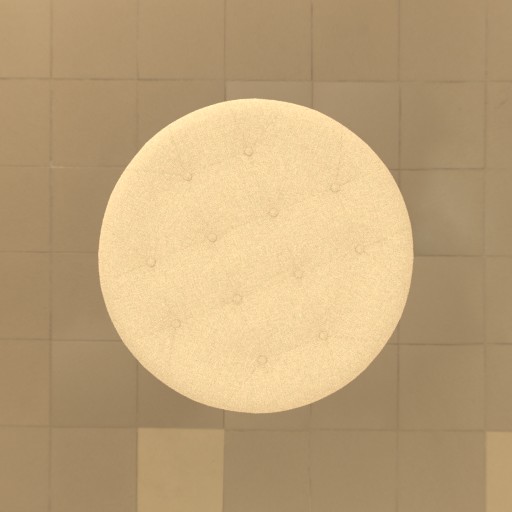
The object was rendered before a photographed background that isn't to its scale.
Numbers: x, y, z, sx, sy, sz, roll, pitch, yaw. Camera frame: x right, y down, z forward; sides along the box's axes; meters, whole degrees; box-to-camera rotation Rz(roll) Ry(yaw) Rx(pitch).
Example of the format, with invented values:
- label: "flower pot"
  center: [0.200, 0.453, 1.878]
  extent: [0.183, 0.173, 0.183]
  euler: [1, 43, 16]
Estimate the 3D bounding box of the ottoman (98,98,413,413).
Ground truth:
- label: "ottoman"
  center: [0.000, 0.000, 1.368]
  extent: [0.848, 0.494, 0.848]
  euler: [0, 90, 0]
